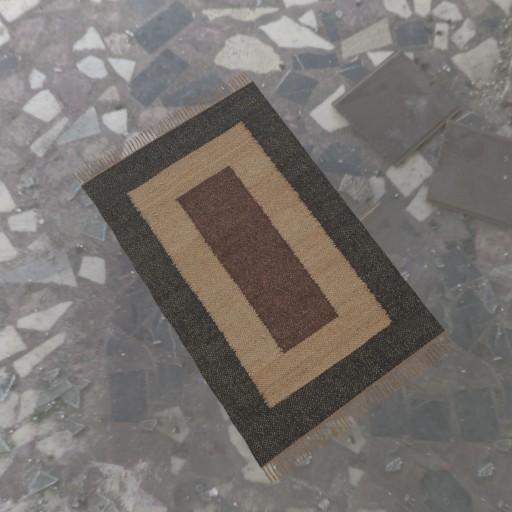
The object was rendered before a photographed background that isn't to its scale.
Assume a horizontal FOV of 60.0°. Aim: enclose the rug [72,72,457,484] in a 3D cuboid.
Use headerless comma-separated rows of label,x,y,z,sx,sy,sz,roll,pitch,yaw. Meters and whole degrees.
rug,0.000,0.000,1.870,0.920,0.013,1.541,-34,79,-7
